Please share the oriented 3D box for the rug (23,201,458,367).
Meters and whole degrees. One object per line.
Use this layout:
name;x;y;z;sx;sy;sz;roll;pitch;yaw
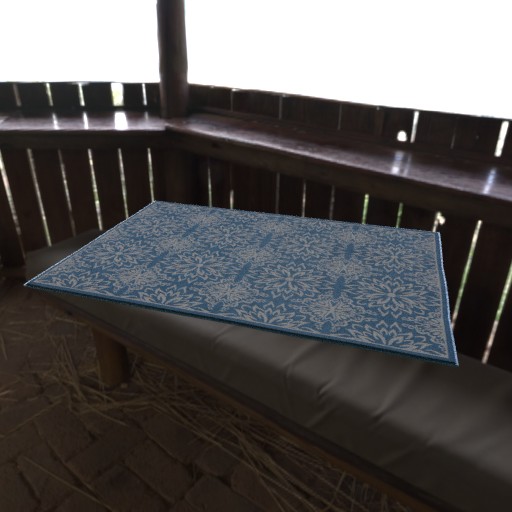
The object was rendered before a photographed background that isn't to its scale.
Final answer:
rug;0.000;0.000;3.444;2.769;0.018;1.830;8;27;16
